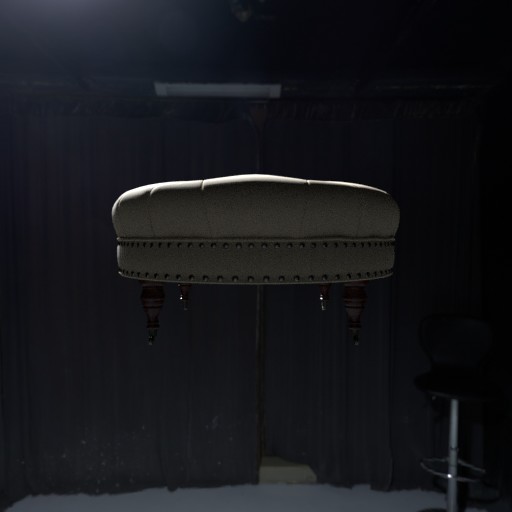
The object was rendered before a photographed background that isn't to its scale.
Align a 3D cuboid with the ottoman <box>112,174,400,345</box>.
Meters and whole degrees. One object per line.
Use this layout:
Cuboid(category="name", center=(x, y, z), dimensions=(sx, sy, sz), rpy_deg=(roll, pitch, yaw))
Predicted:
Cuboid(category="ottoman", center=(0.000, 0.000, 1.429), dimensions=(0.901, 0.439, 0.901), rpy_deg=(0, 2, 0))
